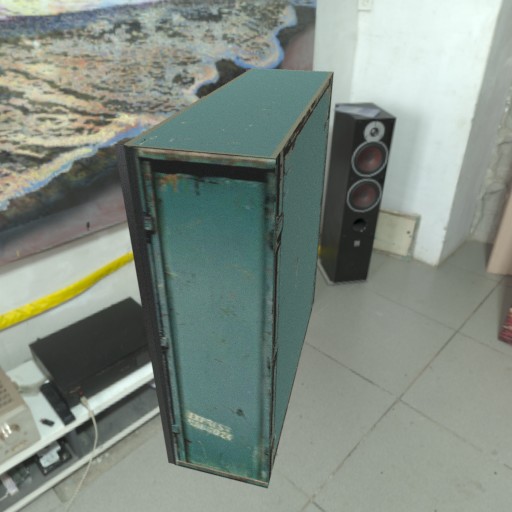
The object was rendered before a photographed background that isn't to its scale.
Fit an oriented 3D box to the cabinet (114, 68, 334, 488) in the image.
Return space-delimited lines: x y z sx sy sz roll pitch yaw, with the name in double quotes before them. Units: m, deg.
"cabinet" 0.000 0.000 3.136 0.680 2.160 2.000 8 32 13
